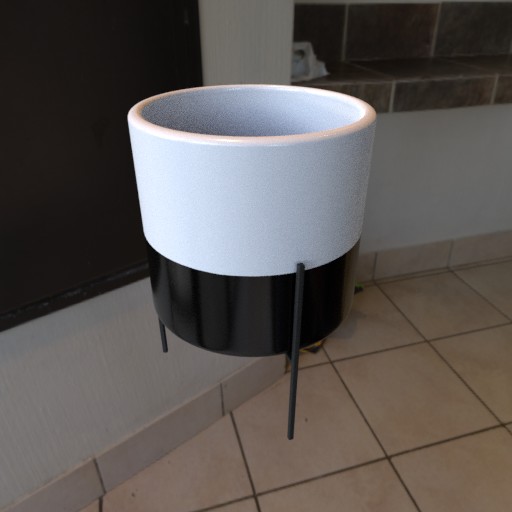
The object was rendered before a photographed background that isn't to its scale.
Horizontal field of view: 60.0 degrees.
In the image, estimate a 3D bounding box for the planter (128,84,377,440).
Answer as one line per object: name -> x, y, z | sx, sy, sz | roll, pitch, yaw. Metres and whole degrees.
planter -> 0.000, 0.000, 0.656 | 0.310, 0.432, 0.310 | -19, 36, -29
